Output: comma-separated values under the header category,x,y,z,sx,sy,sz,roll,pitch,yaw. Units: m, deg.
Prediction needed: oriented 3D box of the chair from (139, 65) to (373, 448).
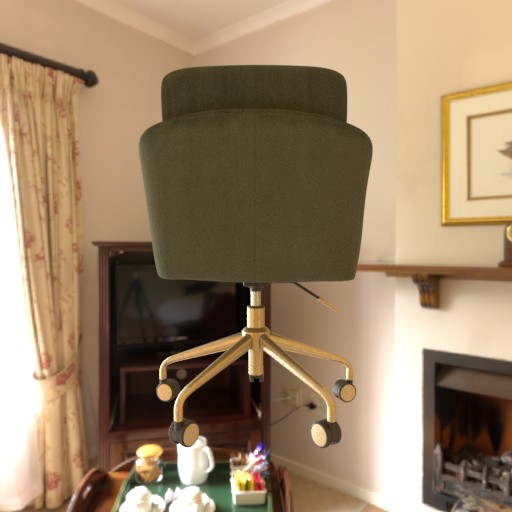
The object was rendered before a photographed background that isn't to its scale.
category,x,y,z,sx,sy,sz,roll,pitch,yaw
chair,0.000,0.000,1.331,0.641,0.908,0.635,0,1,1
